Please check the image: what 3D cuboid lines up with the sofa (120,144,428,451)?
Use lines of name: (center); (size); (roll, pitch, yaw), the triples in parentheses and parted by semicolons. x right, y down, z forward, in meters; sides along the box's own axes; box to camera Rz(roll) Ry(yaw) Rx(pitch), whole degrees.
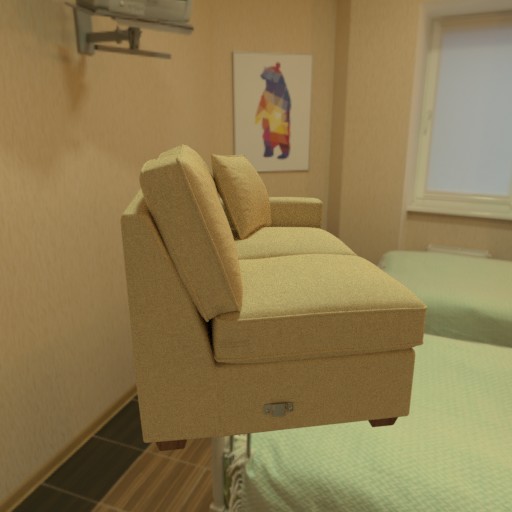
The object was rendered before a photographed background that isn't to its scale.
sofa: (0.000, 0.000, 2.047); (0.991, 0.989, 1.388); (-2, 17, -8)
